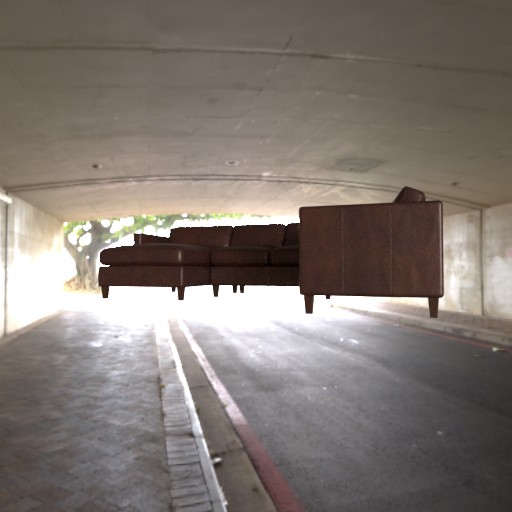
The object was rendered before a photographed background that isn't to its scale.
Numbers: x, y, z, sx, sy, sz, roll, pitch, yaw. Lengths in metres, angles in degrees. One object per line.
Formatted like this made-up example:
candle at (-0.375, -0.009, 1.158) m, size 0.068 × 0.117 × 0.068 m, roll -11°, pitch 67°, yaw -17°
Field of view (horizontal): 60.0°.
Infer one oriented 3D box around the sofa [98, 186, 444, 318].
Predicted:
sofa at (0.000, 0.000, 4.468) m, size 3.324 × 0.891 × 2.452 m, roll -1°, pitch -2°, yaw 19°
